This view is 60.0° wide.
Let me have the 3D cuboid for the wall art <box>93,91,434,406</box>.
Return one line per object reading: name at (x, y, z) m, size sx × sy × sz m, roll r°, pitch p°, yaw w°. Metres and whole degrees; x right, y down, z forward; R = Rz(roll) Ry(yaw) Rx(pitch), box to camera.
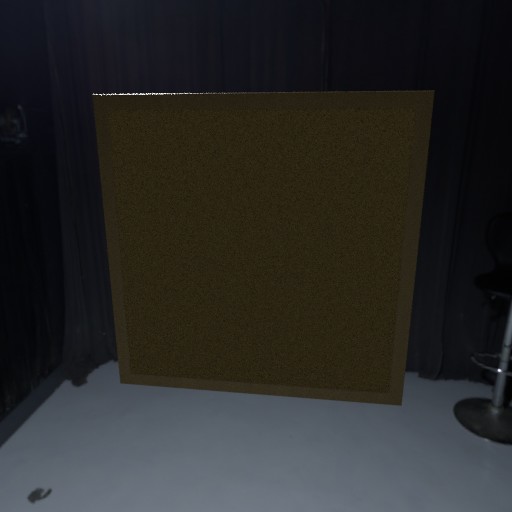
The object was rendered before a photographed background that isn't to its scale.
wall art at (0.000, 0.000, 2.804) m, size 1.935 × 1.936 × 0.097 m, roll 2°, pitch 16°, yaw 8°
